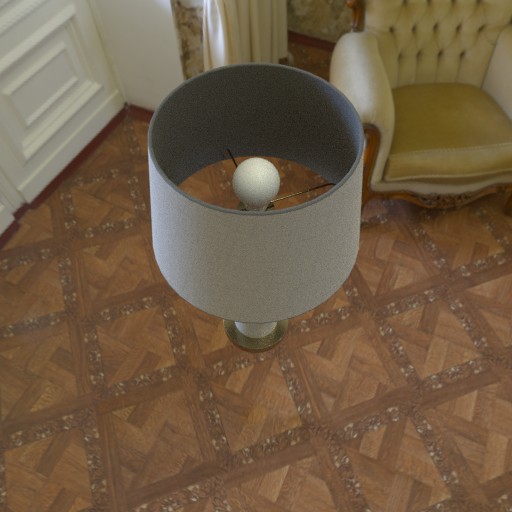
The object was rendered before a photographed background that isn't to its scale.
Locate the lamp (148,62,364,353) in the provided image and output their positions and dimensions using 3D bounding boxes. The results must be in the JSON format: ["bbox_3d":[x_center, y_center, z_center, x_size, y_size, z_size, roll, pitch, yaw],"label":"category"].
[{"bbox_3d":[0.000,0.000,0.734,0.309,0.545,0.309,0,58,0],"label":"lamp"}]
